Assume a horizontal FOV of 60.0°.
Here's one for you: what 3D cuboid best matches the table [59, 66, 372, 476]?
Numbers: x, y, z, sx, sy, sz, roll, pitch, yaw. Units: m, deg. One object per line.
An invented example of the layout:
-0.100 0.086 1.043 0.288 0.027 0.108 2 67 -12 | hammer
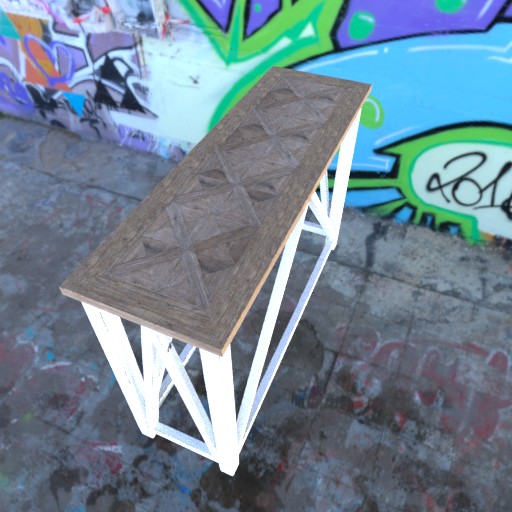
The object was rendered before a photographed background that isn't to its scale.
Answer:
0.000 0.000 1.810 0.450 0.930 1.400 18 49 16 | table
